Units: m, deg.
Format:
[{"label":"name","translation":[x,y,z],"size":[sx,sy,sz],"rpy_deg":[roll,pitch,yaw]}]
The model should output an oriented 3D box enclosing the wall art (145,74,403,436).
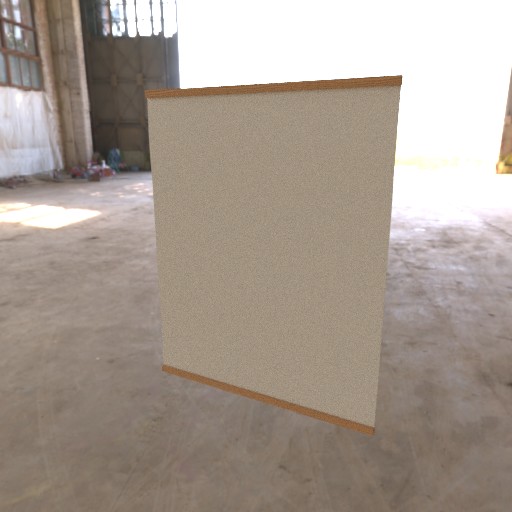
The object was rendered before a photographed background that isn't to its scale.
[{"label":"wall art","translation":[0.000,0.000,0.696],"size":[0.404,0.507,0.010],"rpy_deg":[8,17,27]}]
